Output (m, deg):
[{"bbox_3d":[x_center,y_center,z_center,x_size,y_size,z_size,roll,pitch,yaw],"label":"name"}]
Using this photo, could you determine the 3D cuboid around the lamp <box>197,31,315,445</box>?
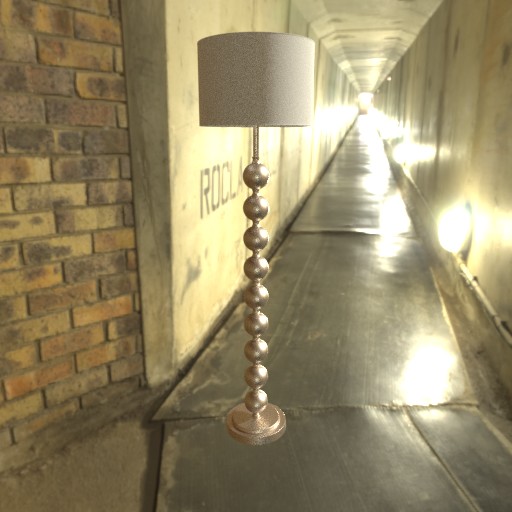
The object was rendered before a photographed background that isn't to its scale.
[{"bbox_3d":[0.000,0.000,1.672,0.394,1.474,0.394,-15,21,-43],"label":"lamp"}]
